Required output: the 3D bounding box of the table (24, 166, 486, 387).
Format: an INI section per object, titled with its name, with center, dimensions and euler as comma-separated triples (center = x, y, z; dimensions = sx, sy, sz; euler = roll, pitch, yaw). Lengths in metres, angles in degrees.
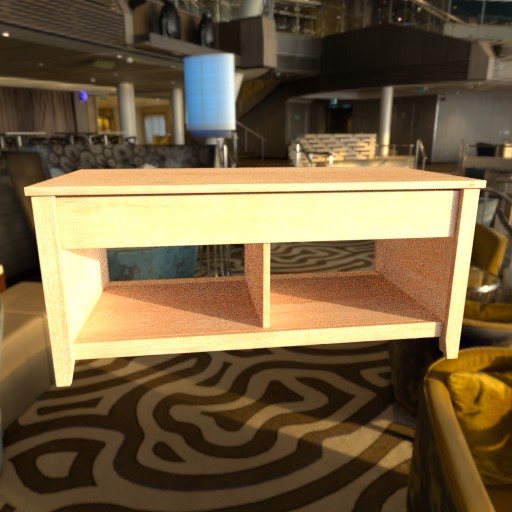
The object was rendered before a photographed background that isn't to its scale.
[table]
center = 0.000, 0.000, 1.255
dimensions = 1.016, 0.457, 0.483
euler = -2, 16, -8
